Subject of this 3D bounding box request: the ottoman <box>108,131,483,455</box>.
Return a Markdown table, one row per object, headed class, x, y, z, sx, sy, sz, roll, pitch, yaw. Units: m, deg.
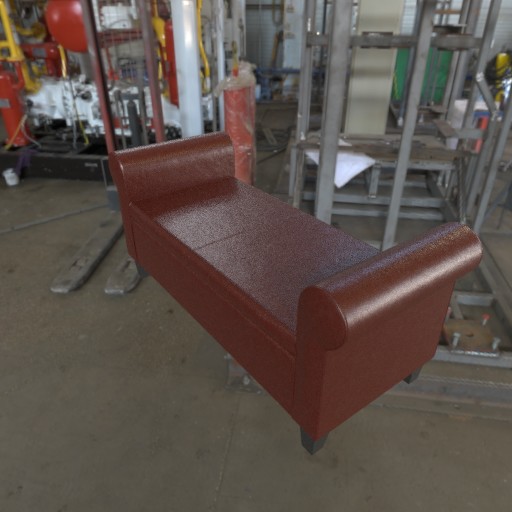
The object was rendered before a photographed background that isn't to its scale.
| class | x | y | z | sx | sy | sz | roll | pitch | yaw |
| --- | --- | --- | --- | --- | --- | --- | --- | --- | --- |
| ottoman | 0.000 | 0.000 | 1.536 | 0.521 | 0.547 | 1.256 | -21 | 37 | -31 |
